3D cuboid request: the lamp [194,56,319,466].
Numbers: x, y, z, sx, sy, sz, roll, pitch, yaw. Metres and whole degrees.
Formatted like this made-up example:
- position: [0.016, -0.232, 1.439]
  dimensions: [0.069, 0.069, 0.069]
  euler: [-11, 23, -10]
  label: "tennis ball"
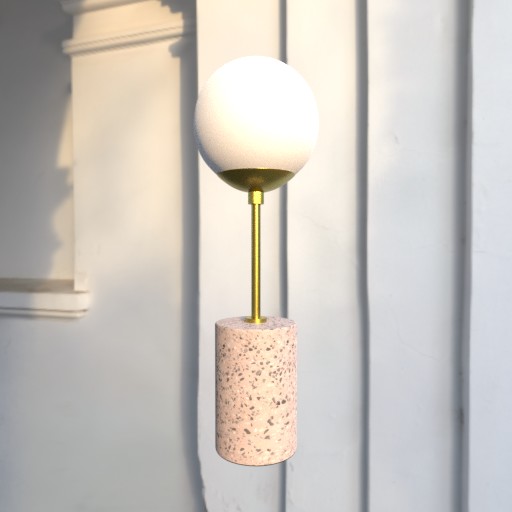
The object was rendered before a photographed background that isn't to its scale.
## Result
- position: [0.000, 0.000, 0.553]
  dimensions: [0.153, 0.480, 0.153]
  euler: [0, 1, 0]
  label: "lamp"
